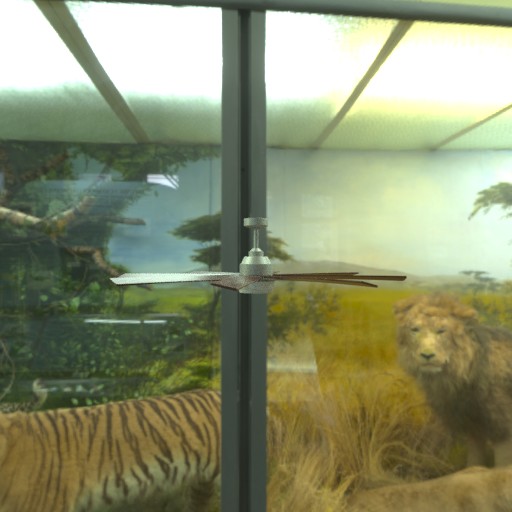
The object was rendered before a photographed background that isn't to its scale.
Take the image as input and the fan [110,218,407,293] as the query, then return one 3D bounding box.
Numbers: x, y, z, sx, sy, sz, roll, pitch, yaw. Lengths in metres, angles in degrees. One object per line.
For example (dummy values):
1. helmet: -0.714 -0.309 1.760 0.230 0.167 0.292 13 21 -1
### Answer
1. fan: 0.000 0.000 2.824 1.830 0.472 1.830 0 0 -36
